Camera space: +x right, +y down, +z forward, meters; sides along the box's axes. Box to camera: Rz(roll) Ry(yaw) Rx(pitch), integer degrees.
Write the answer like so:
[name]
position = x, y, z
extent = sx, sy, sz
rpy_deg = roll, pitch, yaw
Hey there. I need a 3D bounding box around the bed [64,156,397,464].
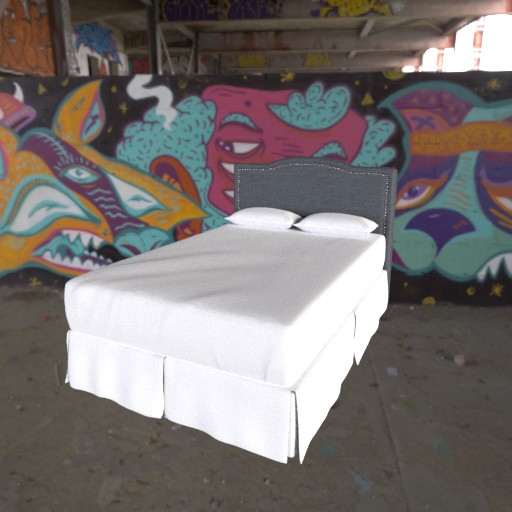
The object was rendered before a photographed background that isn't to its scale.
[bed]
position = 0.000, 0.000, 3.503
extent = 1.747, 1.441, 2.507
rpy_deg = 8, 17, 26
